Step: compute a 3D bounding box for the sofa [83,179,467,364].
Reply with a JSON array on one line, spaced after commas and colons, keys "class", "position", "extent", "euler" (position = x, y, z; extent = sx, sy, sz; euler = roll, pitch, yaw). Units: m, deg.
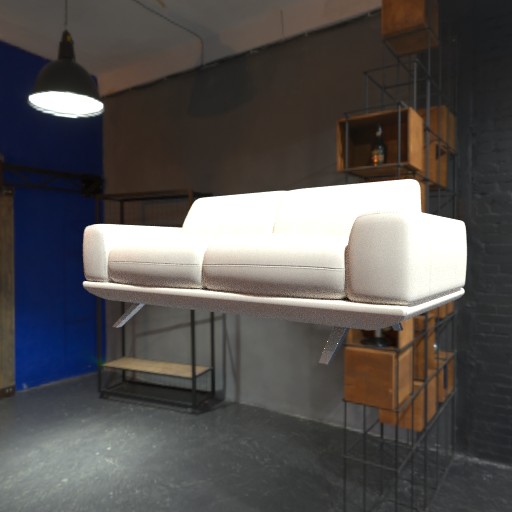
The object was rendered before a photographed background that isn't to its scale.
[{"class": "sofa", "position": [0.000, 0.000, 2.356], "extent": [1.901, 0.772, 0.900], "euler": [1, 1, 37]}]
